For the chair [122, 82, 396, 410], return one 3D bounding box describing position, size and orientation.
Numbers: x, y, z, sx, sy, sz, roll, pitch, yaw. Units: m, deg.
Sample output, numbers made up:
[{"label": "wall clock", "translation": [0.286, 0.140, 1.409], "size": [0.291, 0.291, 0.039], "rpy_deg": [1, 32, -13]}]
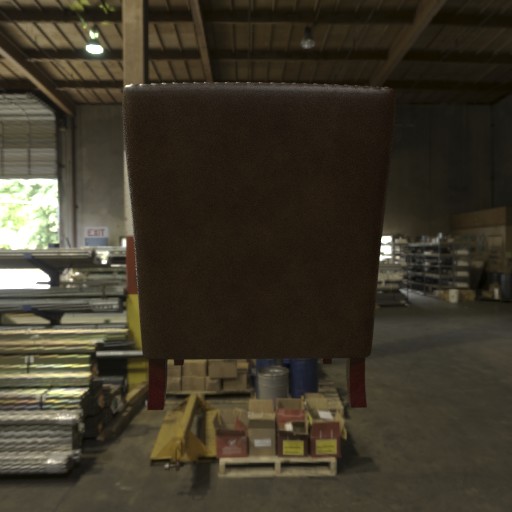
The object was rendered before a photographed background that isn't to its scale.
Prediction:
[{"label": "chair", "translation": [0.000, 0.000, 1.337], "size": [0.639, 0.813, 0.704], "rpy_deg": [0, 1, -2]}]
